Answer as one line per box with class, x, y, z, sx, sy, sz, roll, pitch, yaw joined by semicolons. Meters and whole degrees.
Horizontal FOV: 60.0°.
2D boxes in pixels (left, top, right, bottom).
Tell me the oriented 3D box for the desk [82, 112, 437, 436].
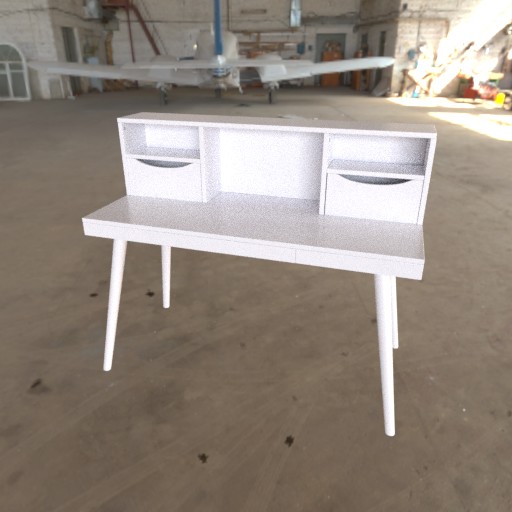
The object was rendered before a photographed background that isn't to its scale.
desk;0.000;0.000;1.757;1.199;0.990;0.559;8;26;16
